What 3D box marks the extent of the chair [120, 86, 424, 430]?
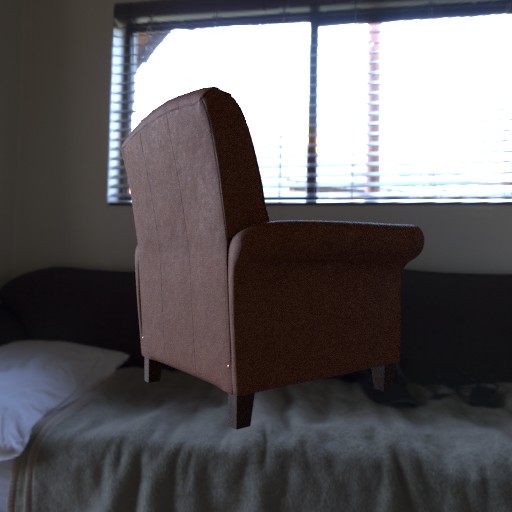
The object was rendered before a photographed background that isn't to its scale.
[{"bbox_3d":[0.000,0.000,1.815,0.902,1.061,0.978,1,-2,-36],"label":"chair"}]
